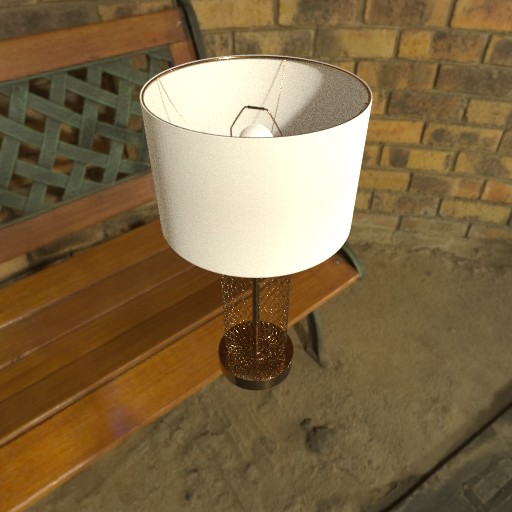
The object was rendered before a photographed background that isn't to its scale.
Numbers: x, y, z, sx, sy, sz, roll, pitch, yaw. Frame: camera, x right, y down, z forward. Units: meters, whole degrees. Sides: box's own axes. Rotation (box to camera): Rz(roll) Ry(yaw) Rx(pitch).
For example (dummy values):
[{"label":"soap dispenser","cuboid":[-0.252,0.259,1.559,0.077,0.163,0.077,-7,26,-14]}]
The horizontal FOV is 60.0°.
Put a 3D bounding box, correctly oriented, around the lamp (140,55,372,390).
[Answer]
[{"label":"lamp","cuboid":[0.000,0.000,0.644,0.252,0.483,0.252,12,41,14]}]
